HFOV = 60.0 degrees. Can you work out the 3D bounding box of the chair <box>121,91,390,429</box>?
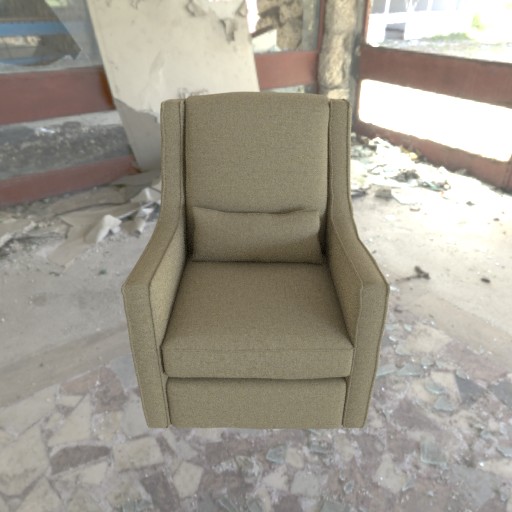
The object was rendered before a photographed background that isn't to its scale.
[{"bbox_3d":[0.000,0.000,1.594,0.732,0.993,0.879,0,31,0],"label":"chair"}]
